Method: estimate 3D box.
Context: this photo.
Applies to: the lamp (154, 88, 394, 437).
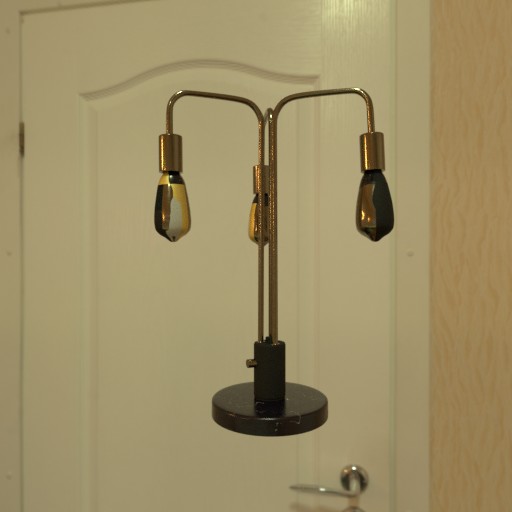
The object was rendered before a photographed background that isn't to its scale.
[{"bbox_3d":[0.000,0.000,0.810,0.368,0.560,0.355,0,0,-19],"label":"lamp"}]
